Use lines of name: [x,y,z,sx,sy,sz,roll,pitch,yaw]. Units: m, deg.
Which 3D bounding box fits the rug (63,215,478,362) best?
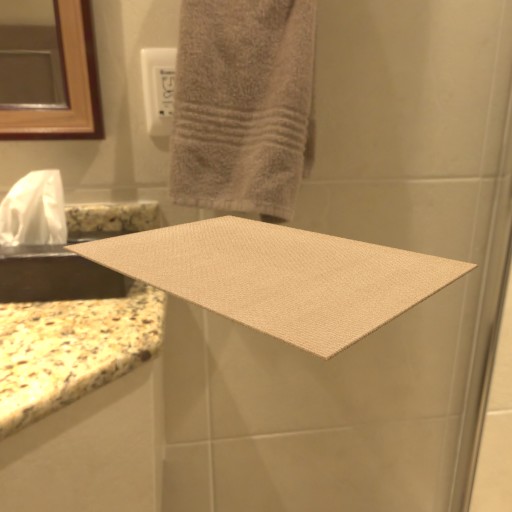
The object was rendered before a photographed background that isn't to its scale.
rug: [0.000,0.000,2.777,2.144,0.013,1.509,15,22,42]
